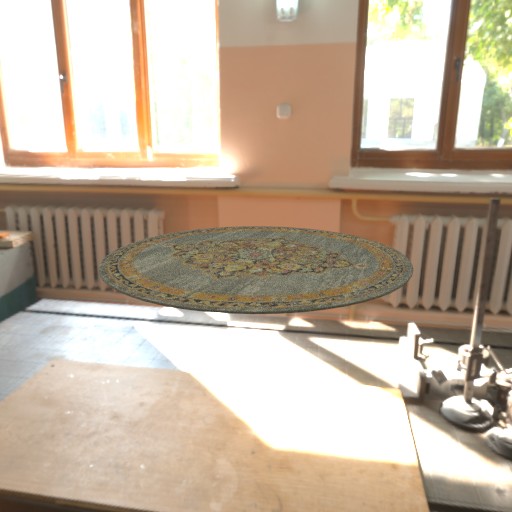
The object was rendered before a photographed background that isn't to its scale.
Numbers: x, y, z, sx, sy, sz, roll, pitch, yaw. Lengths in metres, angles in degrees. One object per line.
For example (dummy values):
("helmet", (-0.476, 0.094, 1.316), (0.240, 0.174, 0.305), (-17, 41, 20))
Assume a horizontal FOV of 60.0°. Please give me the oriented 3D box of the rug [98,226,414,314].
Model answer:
("rug", (0.000, 0.000, 2.378), (1.598, 0.010, 1.598), (0, 15, 0))
